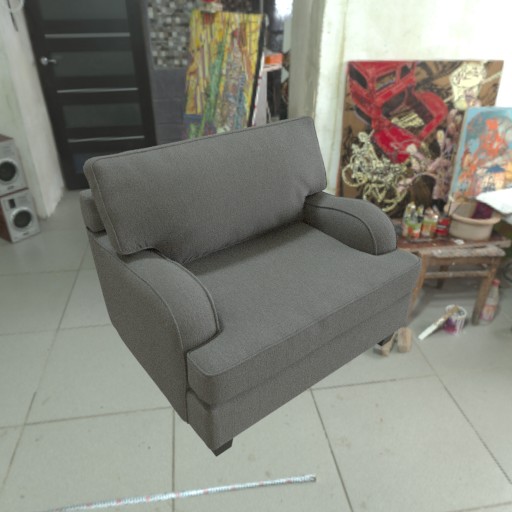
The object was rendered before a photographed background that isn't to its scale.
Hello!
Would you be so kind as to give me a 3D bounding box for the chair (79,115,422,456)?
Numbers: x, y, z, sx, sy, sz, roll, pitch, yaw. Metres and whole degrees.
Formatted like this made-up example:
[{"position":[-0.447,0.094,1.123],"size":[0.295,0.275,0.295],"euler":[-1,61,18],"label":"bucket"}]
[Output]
[{"position":[0.000,0.000,2.058],"size":[1.220,1.016,1.041],"euler":[-22,37,-32],"label":"chair"}]
